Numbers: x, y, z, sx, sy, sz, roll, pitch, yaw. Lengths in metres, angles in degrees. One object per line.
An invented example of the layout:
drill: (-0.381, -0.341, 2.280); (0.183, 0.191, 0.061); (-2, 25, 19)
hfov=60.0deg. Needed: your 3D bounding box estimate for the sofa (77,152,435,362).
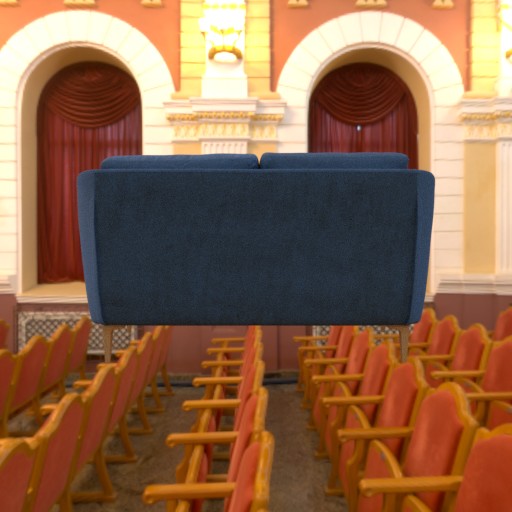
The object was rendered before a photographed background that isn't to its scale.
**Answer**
sofa: (0.000, 0.000, 2.193); (1.619, 0.902, 0.960); (0, 0, 0)
